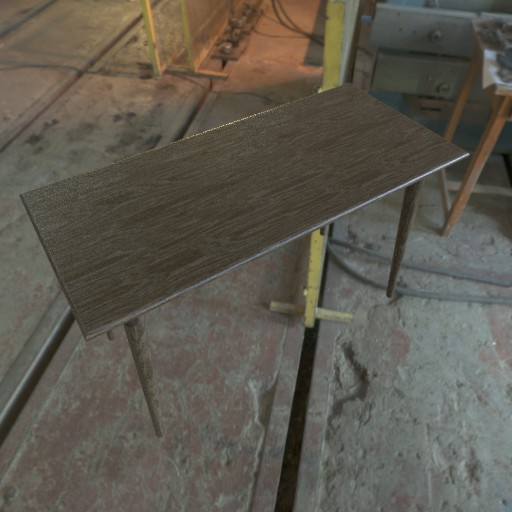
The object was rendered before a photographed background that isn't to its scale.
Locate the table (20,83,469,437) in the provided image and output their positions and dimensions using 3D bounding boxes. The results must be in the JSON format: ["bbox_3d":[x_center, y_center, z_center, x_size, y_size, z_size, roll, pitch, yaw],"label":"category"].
[{"bbox_3d":[0.000,0.000,1.678,1.300,0.780,0.599,-26,52,-22],"label":"table"}]
